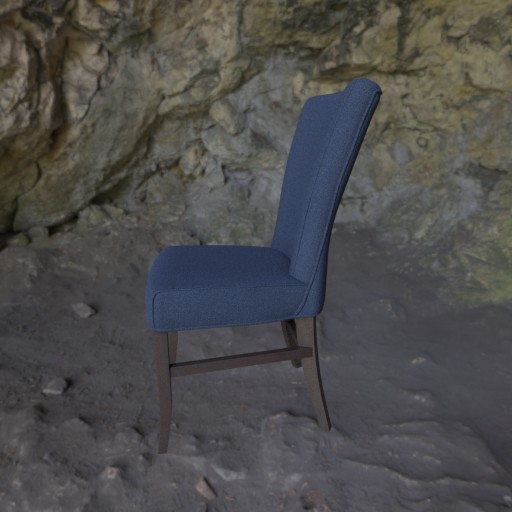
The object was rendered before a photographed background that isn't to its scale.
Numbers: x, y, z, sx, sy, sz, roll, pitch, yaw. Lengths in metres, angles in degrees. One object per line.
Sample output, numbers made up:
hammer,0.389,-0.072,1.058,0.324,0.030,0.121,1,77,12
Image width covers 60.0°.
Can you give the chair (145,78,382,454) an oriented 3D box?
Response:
chair,0.000,0.000,1.383,0.660,0.991,0.520,-2,14,-7
